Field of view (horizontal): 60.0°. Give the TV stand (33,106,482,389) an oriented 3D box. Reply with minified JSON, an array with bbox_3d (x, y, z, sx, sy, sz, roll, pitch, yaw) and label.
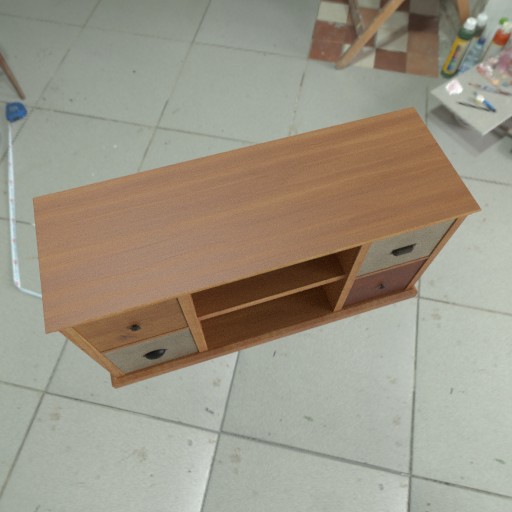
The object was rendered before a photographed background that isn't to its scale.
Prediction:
[{"bbox_3d":[0.000,0.000,1.490,1.181,0.607,0.417,-15,63,-8],"label":"TV stand"}]
